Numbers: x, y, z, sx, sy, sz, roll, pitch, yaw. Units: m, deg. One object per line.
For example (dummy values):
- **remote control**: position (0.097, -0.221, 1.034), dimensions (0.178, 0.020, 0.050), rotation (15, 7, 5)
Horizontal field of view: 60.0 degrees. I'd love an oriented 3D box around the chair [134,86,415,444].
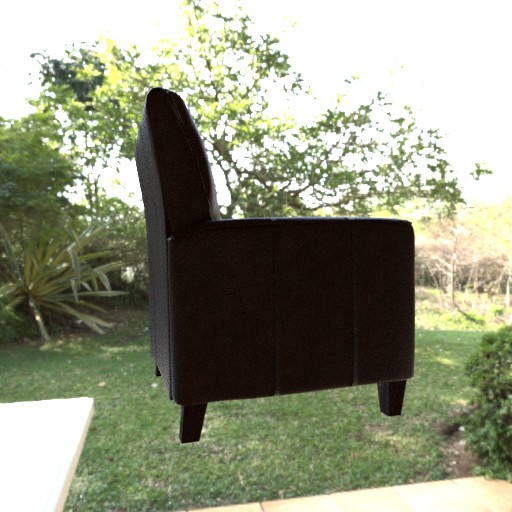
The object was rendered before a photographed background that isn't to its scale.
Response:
- **chair**: position (0.000, 0.000, 1.644), dimensions (0.850, 1.010, 0.839), rotation (0, 0, -18)
